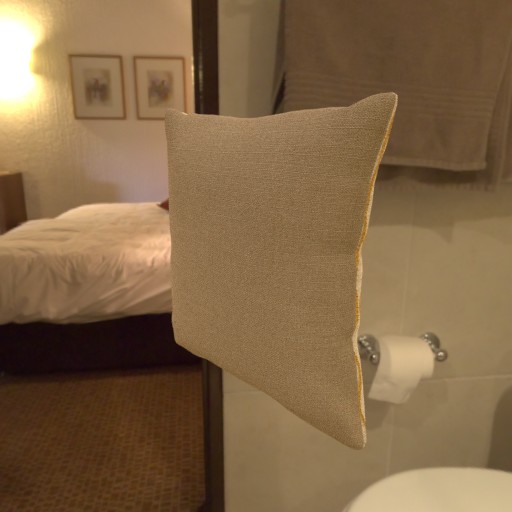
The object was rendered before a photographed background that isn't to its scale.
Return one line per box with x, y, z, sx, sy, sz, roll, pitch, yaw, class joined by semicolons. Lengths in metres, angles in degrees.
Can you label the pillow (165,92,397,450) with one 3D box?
0.000;0.000;0.660;0.159;0.436;0.429;-14;20;-42;pillow
